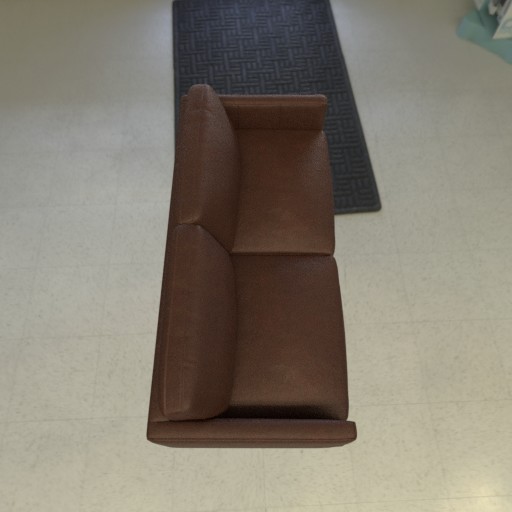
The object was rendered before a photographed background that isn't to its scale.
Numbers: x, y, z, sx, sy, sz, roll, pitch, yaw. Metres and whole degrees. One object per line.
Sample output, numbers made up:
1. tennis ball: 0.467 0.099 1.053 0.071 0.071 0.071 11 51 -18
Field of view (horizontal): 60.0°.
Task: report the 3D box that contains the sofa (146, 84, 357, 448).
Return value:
1. sofa: 0.000 0.000 2.487 0.923 0.863 1.971 0 64 0
